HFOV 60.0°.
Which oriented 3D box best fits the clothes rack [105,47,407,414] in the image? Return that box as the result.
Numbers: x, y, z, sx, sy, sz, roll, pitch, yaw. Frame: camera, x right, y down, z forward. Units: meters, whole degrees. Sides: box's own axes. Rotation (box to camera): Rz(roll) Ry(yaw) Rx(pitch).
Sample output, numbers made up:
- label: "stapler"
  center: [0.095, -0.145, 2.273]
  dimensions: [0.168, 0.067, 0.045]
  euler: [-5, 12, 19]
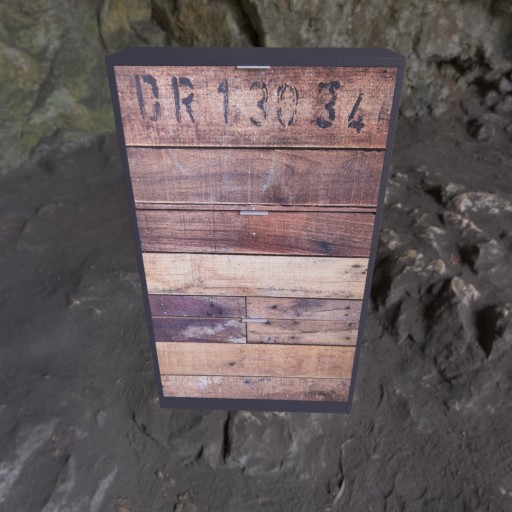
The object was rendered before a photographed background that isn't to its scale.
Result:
- label: "clothes rack"
  center: [0.000, 0.000, 1.522]
  dimensions: [0.750, 1.280, 0.250]
  euler: [1, 30, 2]
